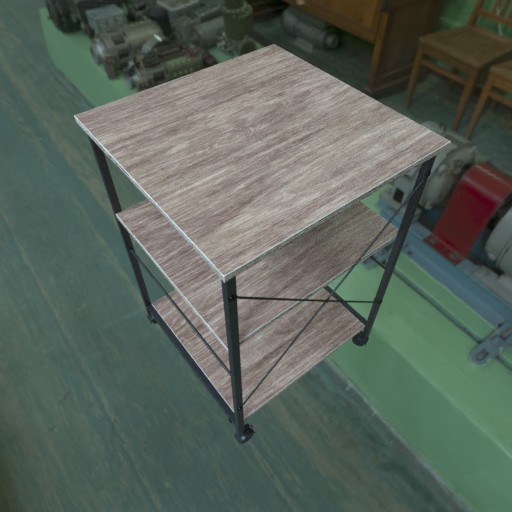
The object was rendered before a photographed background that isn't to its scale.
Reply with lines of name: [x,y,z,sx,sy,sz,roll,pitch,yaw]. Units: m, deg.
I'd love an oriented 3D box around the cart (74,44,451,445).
cart: [0.000,0.000,1.149,0.521,0.762,0.520,-31,56,-24]
